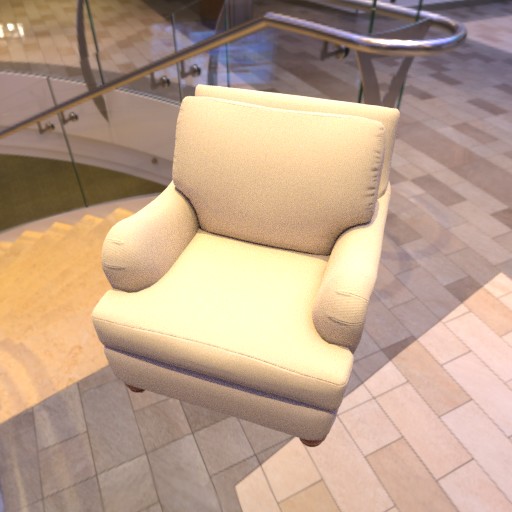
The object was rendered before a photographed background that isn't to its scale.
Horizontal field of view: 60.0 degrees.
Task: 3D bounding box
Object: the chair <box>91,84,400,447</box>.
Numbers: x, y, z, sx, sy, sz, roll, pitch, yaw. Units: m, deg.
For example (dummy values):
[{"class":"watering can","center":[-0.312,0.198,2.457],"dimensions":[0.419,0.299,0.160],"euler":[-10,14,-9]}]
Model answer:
[{"class":"chair","center":[0.000,0.000,1.808],"dimensions":[0.955,1.038,1.070],"euler":[12,43,14]}]
